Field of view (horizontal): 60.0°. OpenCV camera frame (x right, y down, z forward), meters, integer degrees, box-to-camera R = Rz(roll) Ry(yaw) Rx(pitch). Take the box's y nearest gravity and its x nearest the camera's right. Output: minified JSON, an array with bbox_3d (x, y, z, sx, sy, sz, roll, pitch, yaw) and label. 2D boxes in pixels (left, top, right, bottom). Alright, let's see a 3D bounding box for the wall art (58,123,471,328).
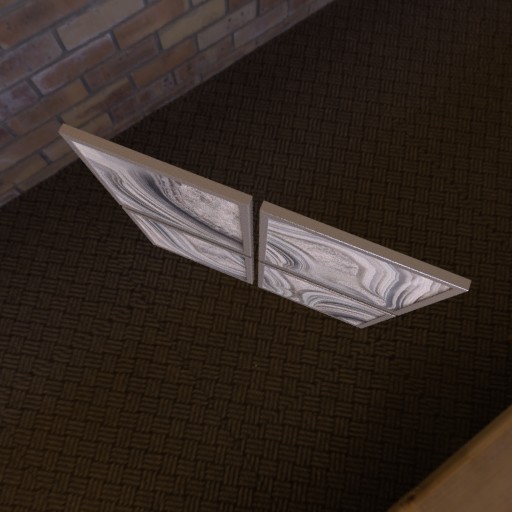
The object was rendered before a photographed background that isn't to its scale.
[{"bbox_3d":[0.000,0.000,1.667,1.118,1.118,0.029,22,77,5],"label":"wall art"}]
